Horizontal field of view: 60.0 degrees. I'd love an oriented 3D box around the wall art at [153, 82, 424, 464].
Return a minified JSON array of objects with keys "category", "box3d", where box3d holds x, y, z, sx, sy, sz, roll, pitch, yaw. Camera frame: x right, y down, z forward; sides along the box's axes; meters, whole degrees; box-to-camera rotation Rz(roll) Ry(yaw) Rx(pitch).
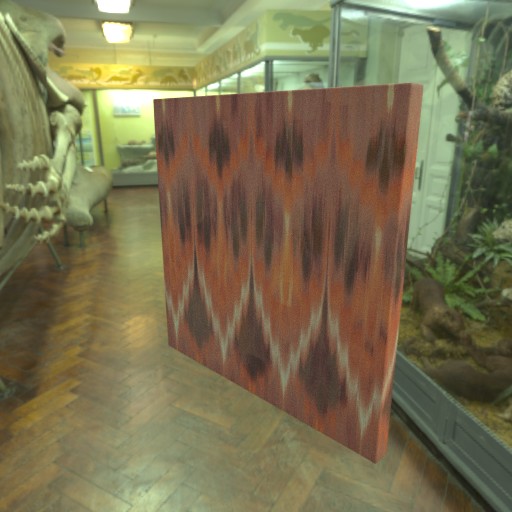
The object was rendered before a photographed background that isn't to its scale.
[{"category":"wall art","box3d":[0.000,0.000,0.881,0.603,0.609,0.037,16,23,42]}]
